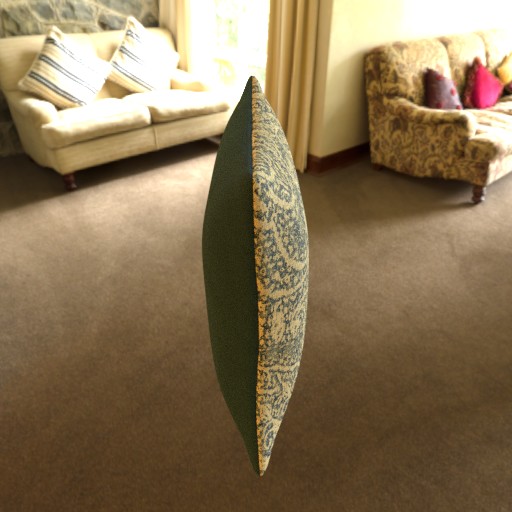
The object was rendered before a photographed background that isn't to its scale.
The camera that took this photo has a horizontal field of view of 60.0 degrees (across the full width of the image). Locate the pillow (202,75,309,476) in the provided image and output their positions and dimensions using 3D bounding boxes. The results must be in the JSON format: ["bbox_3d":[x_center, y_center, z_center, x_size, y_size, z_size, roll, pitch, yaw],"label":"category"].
[{"bbox_3d":[0.000,0.000,0.788,0.166,0.510,0.523,0,33,0],"label":"pillow"}]
